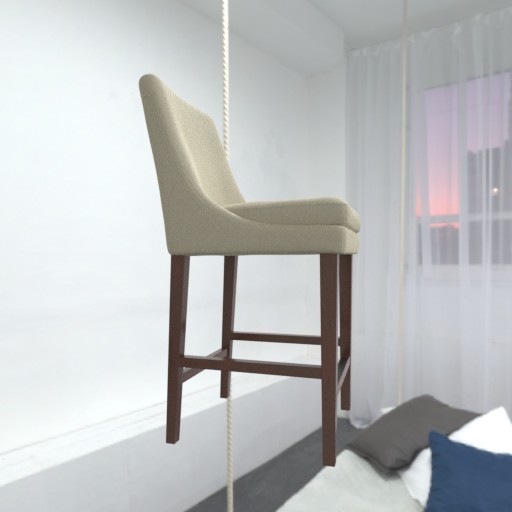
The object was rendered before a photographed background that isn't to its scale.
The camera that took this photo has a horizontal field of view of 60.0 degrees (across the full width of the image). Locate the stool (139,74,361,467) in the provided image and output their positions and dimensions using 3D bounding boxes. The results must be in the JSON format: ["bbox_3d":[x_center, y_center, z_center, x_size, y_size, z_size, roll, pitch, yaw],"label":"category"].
[{"bbox_3d":[0.000,0.000,1.304,0.577,0.981,0.470,0,0,17],"label":"stool"}]
